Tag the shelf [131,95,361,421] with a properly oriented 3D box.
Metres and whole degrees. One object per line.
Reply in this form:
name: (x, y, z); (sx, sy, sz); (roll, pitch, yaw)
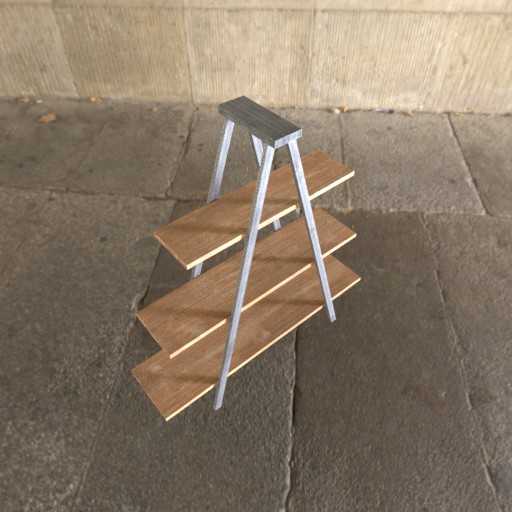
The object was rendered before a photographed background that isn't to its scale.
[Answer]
shelf: (0.000, 0.000, 2.667); (1.746, 1.808, 0.508); (-31, 53, -26)
